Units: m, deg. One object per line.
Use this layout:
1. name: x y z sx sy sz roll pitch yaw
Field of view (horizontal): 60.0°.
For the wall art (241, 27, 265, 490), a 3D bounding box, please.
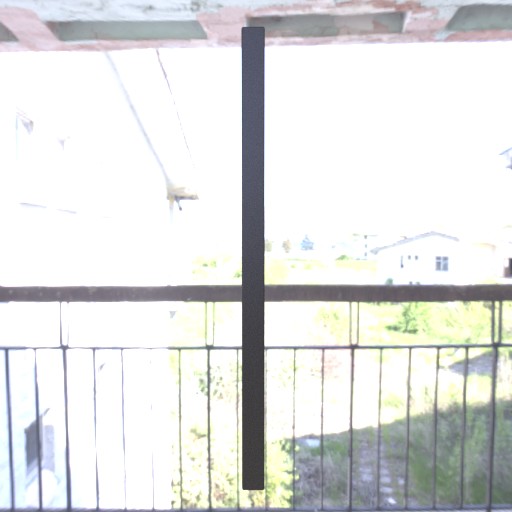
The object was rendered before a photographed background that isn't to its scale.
1. wall art: 0.000 0.000 0.752 0.028 0.551 0.451 0 2 1
